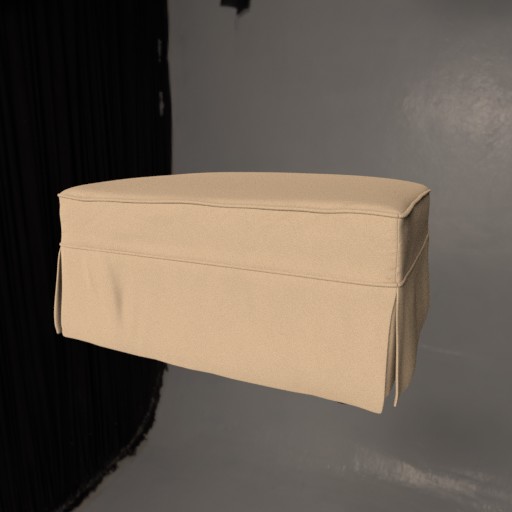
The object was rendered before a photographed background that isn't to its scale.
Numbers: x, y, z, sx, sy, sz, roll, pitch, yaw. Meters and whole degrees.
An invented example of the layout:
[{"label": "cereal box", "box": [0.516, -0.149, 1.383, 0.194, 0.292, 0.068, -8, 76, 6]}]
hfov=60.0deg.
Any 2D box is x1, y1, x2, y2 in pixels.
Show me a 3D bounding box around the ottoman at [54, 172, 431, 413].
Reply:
[{"label": "ottoman", "box": [0.000, 0.000, 1.315, 0.959, 0.482, 0.721, 6, 15, 25]}]
